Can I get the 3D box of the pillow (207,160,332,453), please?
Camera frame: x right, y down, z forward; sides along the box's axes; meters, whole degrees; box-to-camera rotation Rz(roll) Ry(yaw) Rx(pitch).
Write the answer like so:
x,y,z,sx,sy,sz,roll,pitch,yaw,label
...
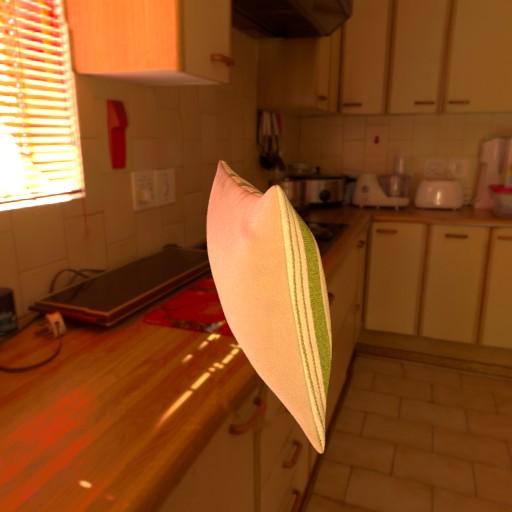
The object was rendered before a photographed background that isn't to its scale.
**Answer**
x,y,z,sx,sy,sz,roll,pitch,yaw,label
0.000,0.000,0.731,0.156,0.292,0.608,-2,15,-9,pillow
